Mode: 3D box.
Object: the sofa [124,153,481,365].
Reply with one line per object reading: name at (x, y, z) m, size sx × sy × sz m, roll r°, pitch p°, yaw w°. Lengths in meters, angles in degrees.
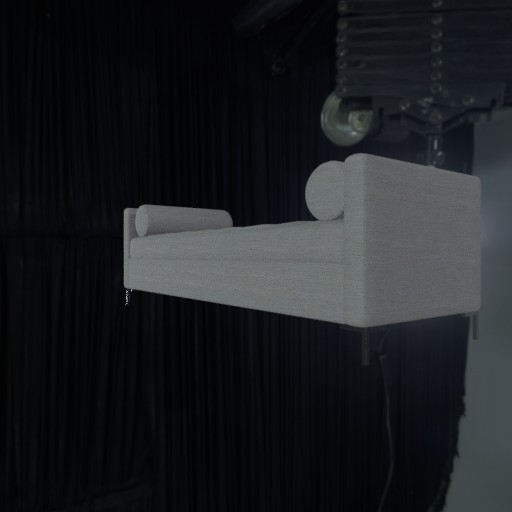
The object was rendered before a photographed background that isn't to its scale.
sofa at (0.000, 0.000, 2.282) m, size 0.686 × 0.635 × 1.981 m, roll 0°, pitch 0°, yaw -36°
